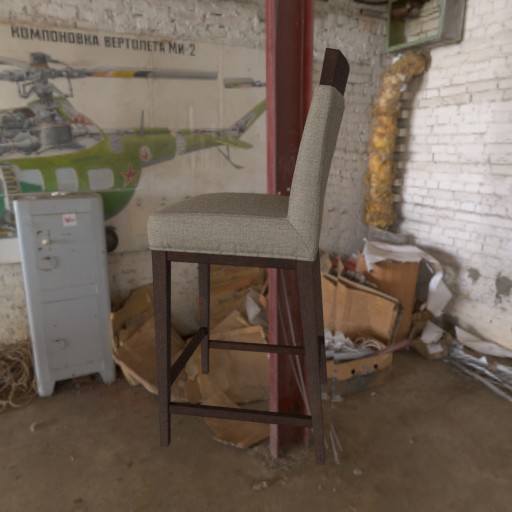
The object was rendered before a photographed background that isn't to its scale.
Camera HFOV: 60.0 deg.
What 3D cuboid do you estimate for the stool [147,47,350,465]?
[{"bbox_3d":[0.000,0.000,1.415,0.531,1.117,0.511,2,14,9],"label":"stool"}]
